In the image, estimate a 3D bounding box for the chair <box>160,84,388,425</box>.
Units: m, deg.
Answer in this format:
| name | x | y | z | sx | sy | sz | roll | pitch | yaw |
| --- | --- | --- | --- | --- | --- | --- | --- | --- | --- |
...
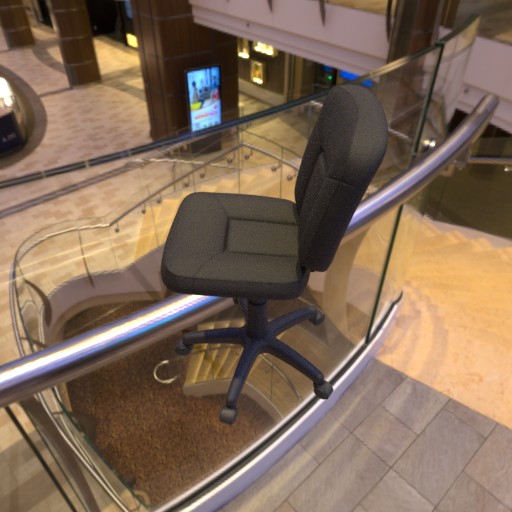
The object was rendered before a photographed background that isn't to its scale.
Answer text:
| name | x | y | z | sx | sy | sz | roll | pitch | yaw |
| --- | --- | --- | --- | --- | --- | --- | --- | --- | --- |
| chair | 0.000 | 0.000 | 1.375 | 0.610 | 0.972 | 0.610 | 1 | 40 | 1 |
